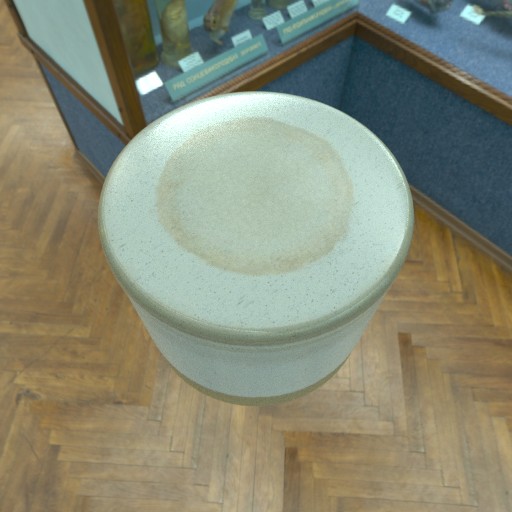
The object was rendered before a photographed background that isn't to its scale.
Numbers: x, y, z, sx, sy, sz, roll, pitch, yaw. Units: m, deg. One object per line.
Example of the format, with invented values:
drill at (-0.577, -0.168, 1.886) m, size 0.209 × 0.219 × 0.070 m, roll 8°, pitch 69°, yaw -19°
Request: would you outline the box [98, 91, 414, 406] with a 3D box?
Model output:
box at (0.000, 0.000, 0.266) m, size 0.154 × 0.123 × 0.154 m, roll 0°, pitch 58°, yaw 0°
